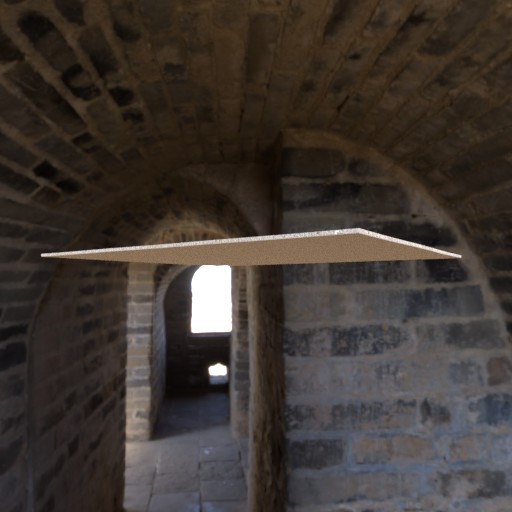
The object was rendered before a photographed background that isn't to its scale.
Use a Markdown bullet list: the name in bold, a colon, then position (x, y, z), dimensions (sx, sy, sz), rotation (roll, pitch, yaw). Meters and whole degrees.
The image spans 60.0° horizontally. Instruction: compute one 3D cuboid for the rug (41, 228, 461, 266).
- **rug**: position (0.000, 0.000, 4.047), dimensions (3.000, 0.026, 2.400), rotation (-3, -5, 36)
